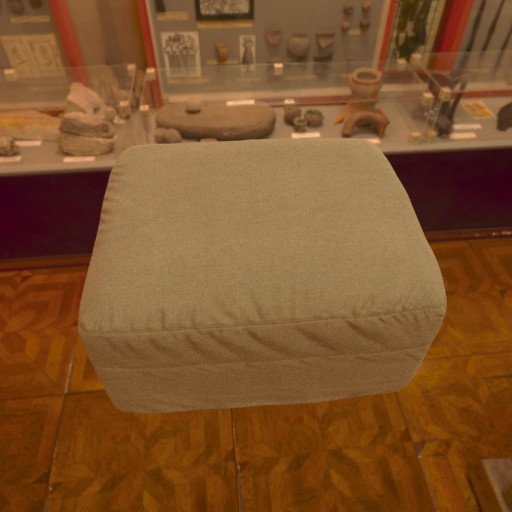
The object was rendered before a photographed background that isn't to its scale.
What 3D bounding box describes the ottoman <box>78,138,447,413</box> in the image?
[{"bbox_3d":[0.000,0.000,1.247,0.837,0.481,0.683,-3,47,-3],"label":"ottoman"}]
